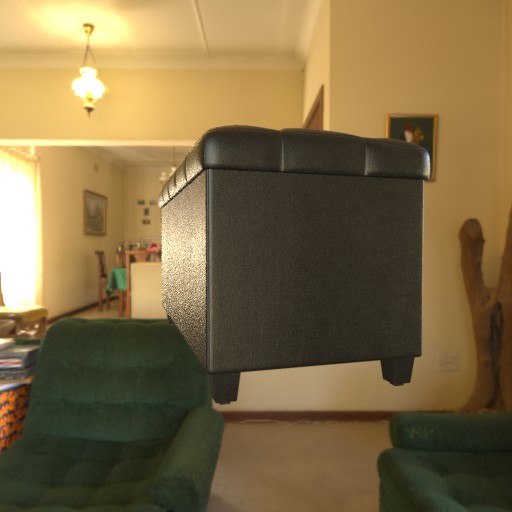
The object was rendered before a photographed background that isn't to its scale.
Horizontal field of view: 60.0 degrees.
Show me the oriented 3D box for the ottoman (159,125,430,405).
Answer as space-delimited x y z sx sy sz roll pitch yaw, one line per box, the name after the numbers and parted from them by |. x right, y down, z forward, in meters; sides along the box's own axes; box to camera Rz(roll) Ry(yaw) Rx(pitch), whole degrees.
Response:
0.000 0.000 1.143 0.432 0.470 0.838 0 2 -17 | ottoman
